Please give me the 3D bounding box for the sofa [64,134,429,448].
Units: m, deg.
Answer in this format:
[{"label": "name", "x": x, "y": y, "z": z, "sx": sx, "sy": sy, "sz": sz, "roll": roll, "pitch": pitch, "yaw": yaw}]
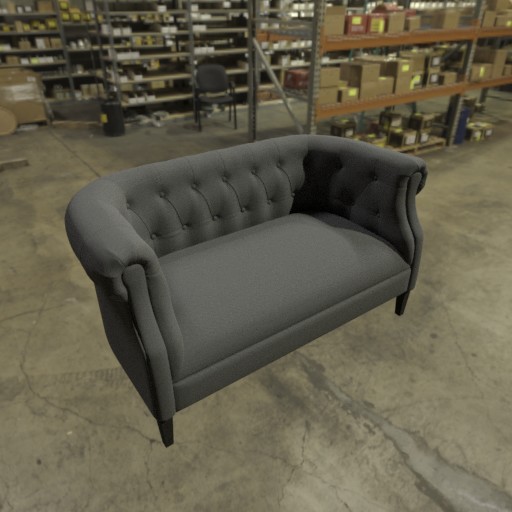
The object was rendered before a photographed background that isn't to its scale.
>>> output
[{"label": "sofa", "x": 0.000, "y": 0.000, "z": 2.054, "sx": 1.558, "sy": 0.827, "sz": 0.835, "roll": -20, "pitch": 36, "yaw": -30}]
